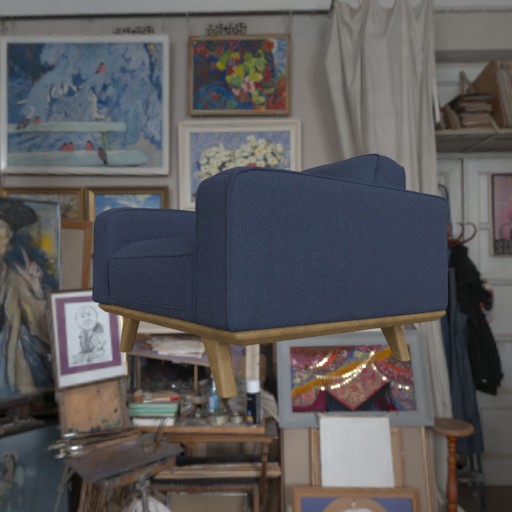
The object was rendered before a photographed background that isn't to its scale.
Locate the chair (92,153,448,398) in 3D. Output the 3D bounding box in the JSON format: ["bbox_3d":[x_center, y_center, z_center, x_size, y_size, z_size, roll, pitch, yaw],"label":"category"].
[{"bbox_3d":[0.000,0.000,1.739,0.953,0.783,1.118,1,-2,-36],"label":"chair"}]
